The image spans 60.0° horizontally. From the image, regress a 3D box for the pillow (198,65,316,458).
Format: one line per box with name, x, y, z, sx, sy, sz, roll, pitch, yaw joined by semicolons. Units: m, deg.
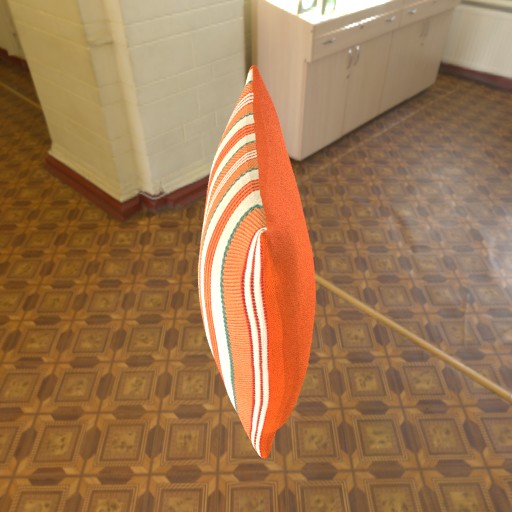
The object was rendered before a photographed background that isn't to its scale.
pillow;0.000;0.000;0.687;0.182;0.441;0.440;-1;41;-1
